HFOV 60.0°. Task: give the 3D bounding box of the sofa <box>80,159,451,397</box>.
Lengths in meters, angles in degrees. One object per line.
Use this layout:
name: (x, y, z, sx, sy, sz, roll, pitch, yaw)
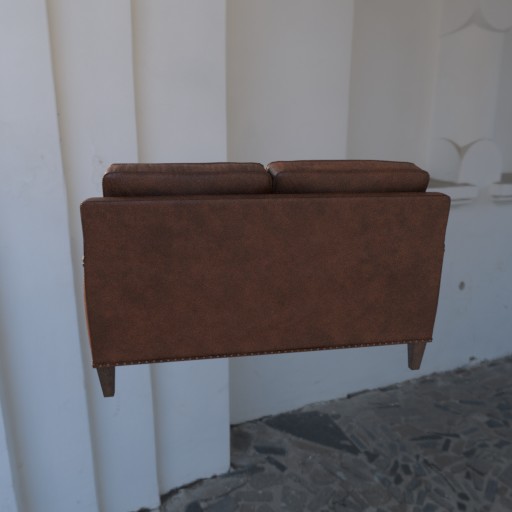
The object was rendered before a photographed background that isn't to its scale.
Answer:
sofa: (0.000, 0.000, 2.339, 1.628, 1.003, 1.083, -2, 13, -10)
